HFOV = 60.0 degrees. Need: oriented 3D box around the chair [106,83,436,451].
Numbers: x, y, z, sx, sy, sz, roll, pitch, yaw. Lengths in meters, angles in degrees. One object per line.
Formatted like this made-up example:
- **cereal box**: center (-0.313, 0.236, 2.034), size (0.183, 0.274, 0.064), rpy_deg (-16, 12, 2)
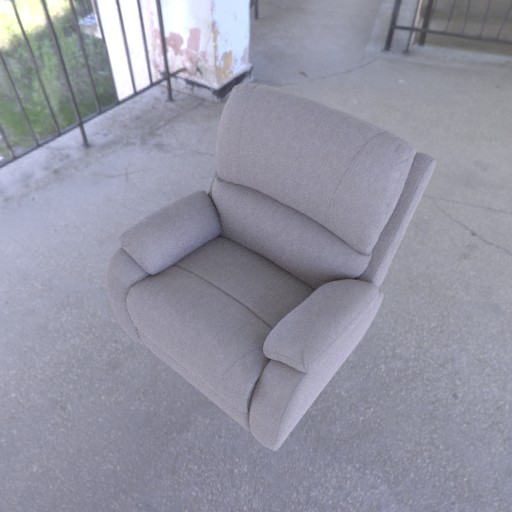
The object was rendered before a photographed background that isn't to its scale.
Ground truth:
- **chair**: center (0.000, 0.000, 1.730), size (0.930, 1.011, 0.899), rpy_deg (31, 54, 25)
